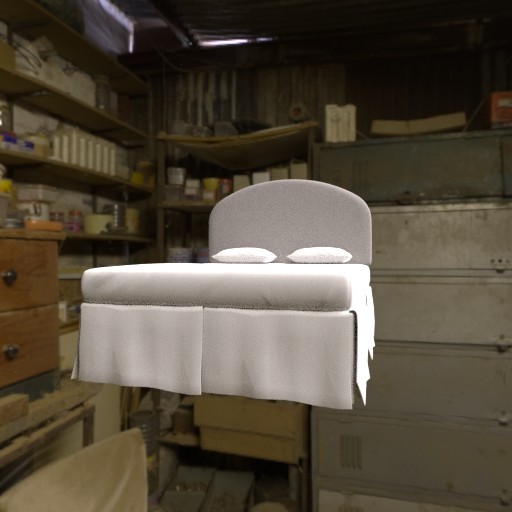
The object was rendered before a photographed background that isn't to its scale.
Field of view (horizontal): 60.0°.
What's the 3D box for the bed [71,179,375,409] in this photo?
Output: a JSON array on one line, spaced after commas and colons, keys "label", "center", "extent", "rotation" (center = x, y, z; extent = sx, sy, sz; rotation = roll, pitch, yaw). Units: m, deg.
[{"label": "bed", "center": [0.000, 0.000, 3.158], "extent": [1.607, 1.410, 2.005], "rotation": [0, 0, 17]}]
